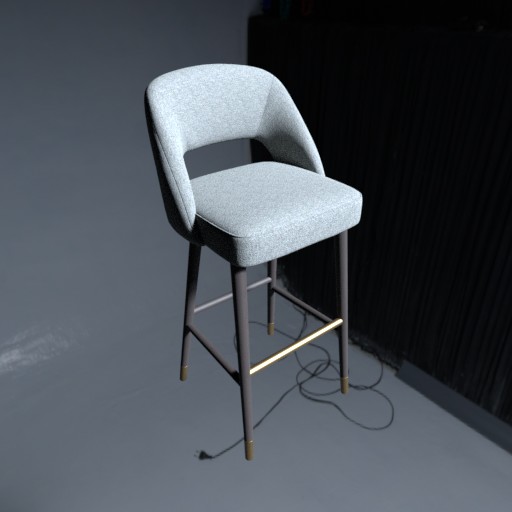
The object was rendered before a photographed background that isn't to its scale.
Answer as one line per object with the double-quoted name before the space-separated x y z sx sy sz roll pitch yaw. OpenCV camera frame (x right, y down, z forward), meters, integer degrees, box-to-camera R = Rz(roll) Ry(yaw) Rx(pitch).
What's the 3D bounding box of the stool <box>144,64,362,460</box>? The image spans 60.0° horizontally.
"stool" 0.000 0.000 1.418 0.536 1.089 0.524 -21 36 -32
